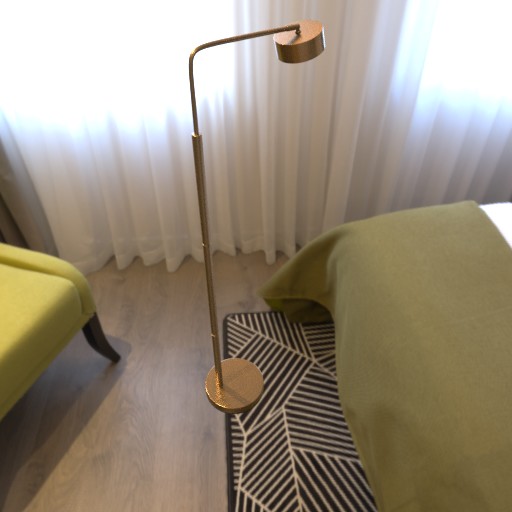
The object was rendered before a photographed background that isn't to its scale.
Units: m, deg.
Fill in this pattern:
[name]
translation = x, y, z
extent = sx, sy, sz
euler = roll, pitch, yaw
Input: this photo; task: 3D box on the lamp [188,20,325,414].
[lamp]
translation = 0.000, 0.000, 1.340
extent = 0.418, 1.230, 0.219
euler = -25, 46, -26
